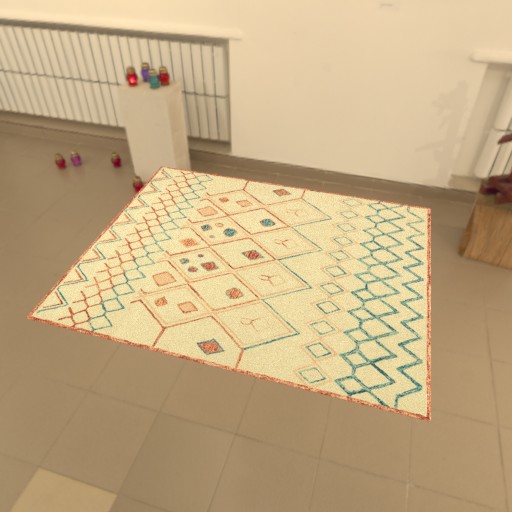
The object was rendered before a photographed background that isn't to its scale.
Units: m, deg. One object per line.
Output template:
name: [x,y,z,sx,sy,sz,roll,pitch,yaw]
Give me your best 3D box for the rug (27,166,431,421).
rug: [0.000,0.000,4.037,3.050,0.016,2.441,11,43,12]
